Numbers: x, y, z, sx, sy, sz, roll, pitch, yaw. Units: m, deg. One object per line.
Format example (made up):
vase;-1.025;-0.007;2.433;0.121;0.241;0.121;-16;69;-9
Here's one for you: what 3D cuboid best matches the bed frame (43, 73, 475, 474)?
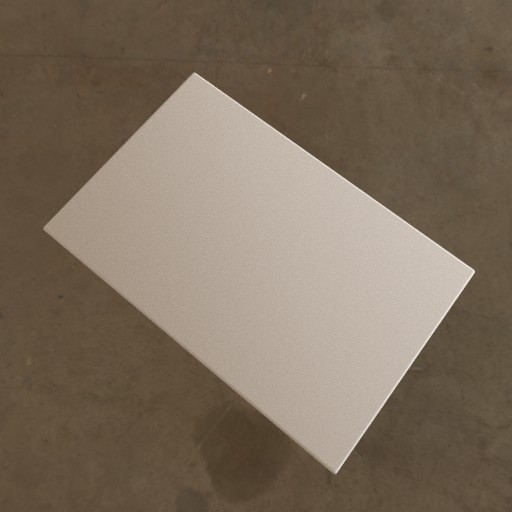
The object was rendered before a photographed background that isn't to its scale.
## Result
bed frame;0.000;0.000;3.801;2.987;0.440;1.930;38;78;9
